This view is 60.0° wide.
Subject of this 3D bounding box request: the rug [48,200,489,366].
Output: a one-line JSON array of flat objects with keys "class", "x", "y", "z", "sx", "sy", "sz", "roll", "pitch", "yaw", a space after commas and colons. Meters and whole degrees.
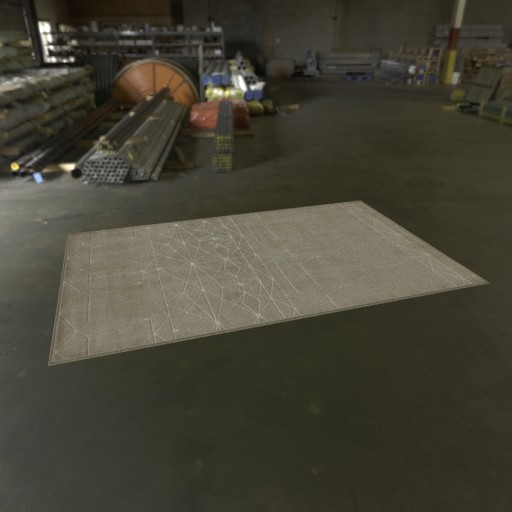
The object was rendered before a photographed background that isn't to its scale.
[{"class": "rug", "x": 0.000, "y": 0.000, "z": 2.967, "sx": 2.438, "sy": 0.012, "sz": 1.524, "roll": -8, "pitch": 28, "yaw": -16}]
